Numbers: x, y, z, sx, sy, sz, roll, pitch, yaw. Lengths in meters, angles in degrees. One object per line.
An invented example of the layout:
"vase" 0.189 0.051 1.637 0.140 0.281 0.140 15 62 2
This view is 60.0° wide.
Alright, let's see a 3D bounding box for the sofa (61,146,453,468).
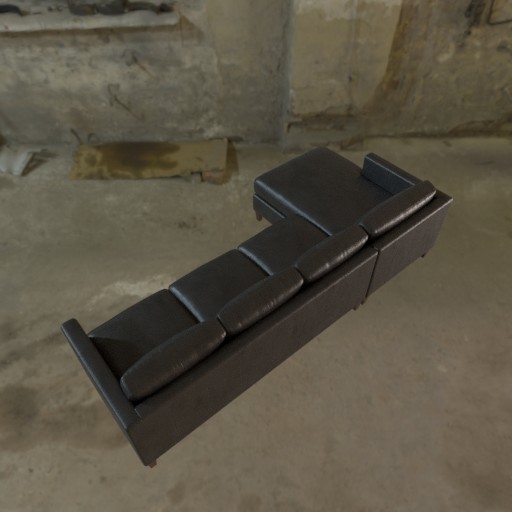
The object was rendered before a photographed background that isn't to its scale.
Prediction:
"sofa" 0.000 0.000 3.810 3.203 0.883 1.581 -31 54 -26
